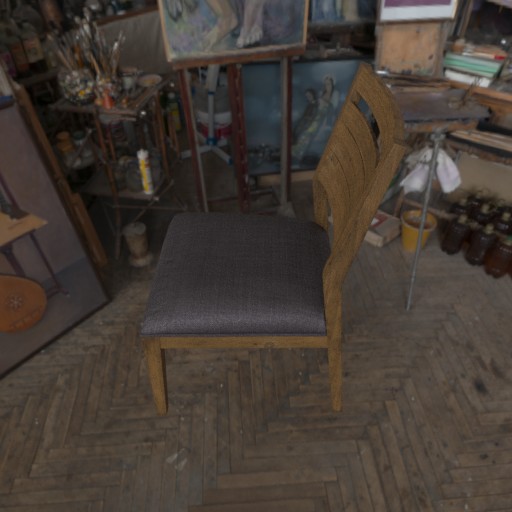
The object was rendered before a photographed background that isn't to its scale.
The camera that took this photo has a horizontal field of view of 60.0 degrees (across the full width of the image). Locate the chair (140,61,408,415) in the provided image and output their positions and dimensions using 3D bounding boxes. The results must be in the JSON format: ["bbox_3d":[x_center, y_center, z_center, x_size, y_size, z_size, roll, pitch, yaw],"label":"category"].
[{"bbox_3d":[0.000,0.000,1.266,0.610,0.939,0.501,1,42,1],"label":"chair"}]
